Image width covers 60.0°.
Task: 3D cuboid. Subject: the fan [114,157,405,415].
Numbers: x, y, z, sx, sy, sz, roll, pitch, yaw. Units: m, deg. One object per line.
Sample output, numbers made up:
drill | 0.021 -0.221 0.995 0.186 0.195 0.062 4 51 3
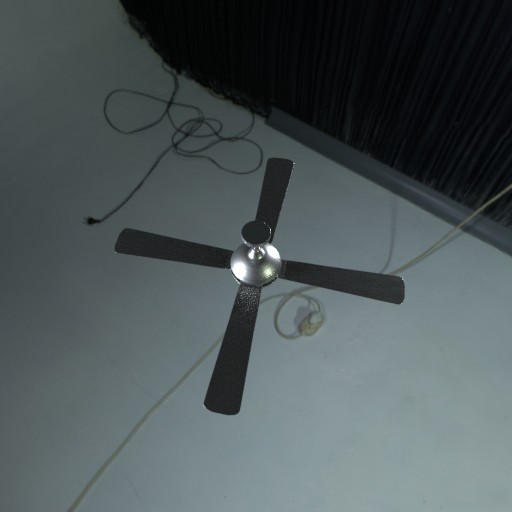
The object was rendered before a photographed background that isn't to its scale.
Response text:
fan | 0.000 0.000 2.023 1.321 0.381 1.321 28 63 16
